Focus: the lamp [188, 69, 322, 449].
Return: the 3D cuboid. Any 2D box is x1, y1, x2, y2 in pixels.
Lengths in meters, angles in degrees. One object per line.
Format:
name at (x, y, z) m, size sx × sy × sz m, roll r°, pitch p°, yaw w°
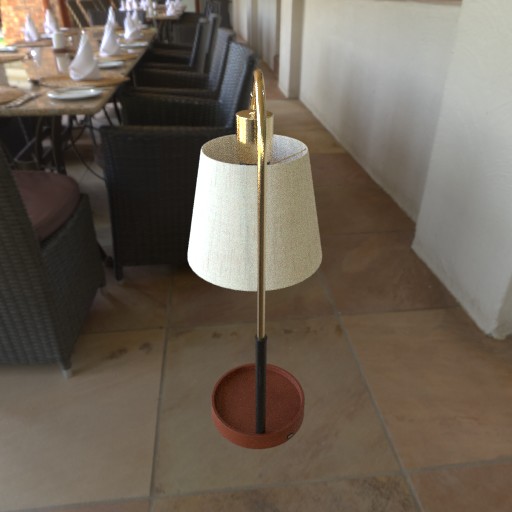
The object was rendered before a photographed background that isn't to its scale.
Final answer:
lamp at (0.000, 0.000, 0.667) m, size 0.211 × 0.536 × 0.273 m, roll -2°, pitch 31°, yaw -3°
